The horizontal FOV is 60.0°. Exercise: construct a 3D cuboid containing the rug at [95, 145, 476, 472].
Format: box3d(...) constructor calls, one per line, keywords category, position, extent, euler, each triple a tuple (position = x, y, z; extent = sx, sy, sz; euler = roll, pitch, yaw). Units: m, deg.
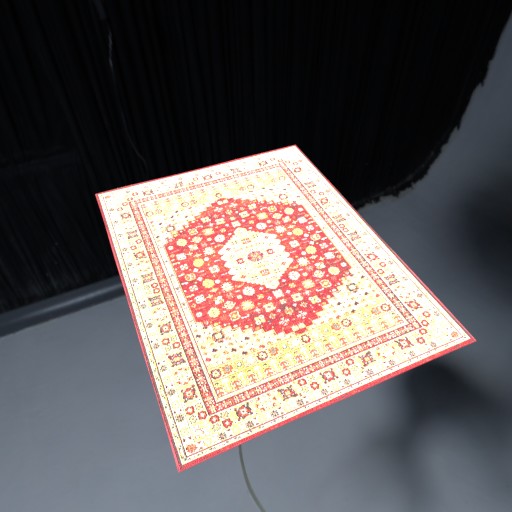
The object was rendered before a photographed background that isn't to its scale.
box3d(category="rug", position=(0.000, 0.000, 4.062), extent=(2.387, 0.013, 3.053), euler=(-17, 48, -16))
